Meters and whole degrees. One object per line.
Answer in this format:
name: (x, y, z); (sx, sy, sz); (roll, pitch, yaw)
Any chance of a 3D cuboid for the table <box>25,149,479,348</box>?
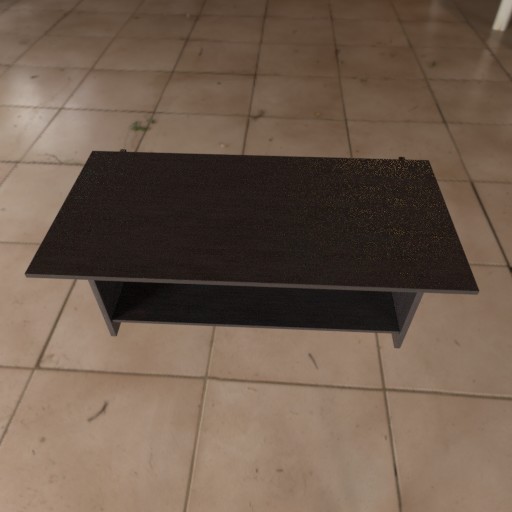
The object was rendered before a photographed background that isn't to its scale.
table: (0.000, 0.000, 1.422); (1.000, 0.570, 0.712); (2, 46, 2)
